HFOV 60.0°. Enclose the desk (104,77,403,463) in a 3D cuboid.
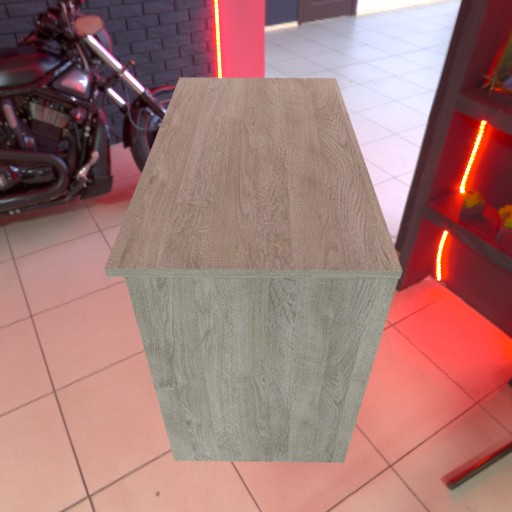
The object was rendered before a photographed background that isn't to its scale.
[{"bbox_3d":[0.000,0.000,1.313,0.498,0.724,0.893,0,41,0],"label":"desk"}]
